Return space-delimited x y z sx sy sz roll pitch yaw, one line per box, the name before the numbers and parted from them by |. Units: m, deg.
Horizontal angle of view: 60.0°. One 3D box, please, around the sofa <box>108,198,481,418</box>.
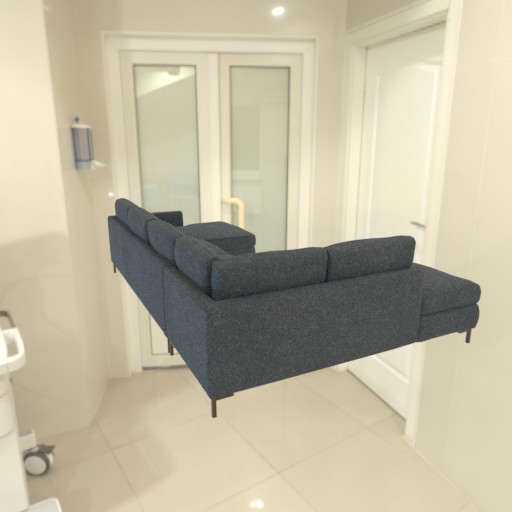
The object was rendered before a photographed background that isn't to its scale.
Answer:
sofa | 0.000 0.000 3.844 2.007 0.813 2.956 -8 17 -26
